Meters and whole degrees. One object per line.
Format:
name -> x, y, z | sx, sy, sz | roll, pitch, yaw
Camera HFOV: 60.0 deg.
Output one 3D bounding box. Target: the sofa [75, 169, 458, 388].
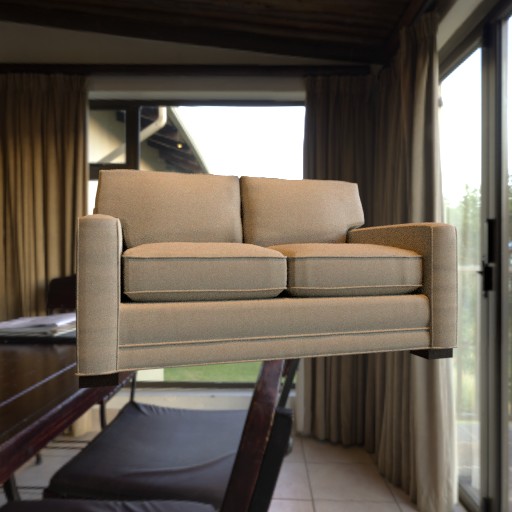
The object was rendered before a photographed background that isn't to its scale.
sofa -> 0.000, 0.000, 2.059 | 1.484, 0.853, 0.942 | 0, 0, -17
